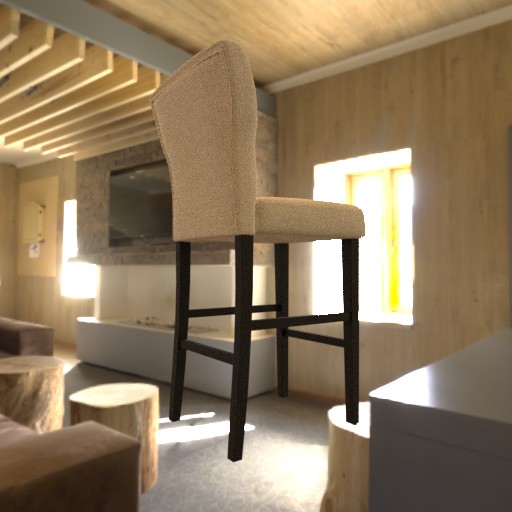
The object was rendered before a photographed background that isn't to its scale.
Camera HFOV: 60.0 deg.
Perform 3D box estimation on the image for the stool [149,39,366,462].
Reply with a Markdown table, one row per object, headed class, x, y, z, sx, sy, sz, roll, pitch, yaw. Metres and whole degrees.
| class | x | y | z | sx | sy | sz | roll | pitch | yaw |
| --- | --- | --- | --- | --- | --- | --- | --- | --- | --- |
| stool | 0.000 | 0.000 | 1.495 | 0.603 | 1.124 | 0.516 | 1 | -2 | -36 |
